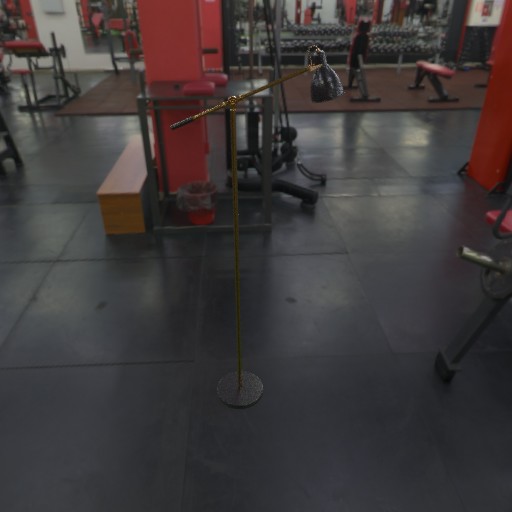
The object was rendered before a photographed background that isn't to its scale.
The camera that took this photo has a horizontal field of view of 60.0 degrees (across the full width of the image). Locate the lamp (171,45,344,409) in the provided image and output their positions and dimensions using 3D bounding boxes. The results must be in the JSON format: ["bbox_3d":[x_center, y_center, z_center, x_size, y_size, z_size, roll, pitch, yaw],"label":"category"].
[{"bbox_3d":[0.000,0.000,1.889,0.618,1.628,0.235,0,31,0],"label":"lamp"}]
